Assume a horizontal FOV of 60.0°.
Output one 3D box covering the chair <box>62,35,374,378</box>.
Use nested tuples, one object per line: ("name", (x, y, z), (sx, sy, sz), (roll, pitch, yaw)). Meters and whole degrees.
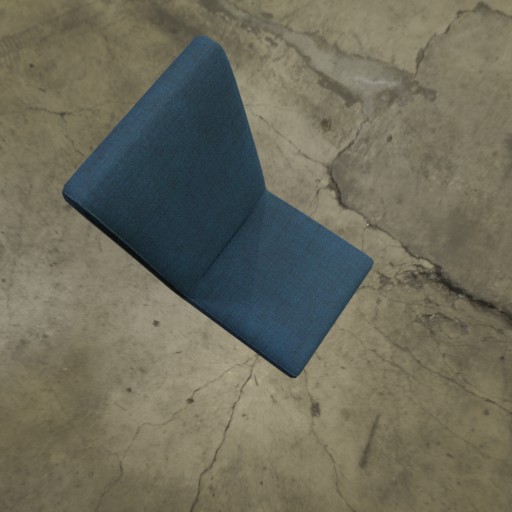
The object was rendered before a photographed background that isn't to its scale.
("chair", (0.000, 0.000, 1.311), (0.610, 1.029, 0.450), (35, 79, 8))
